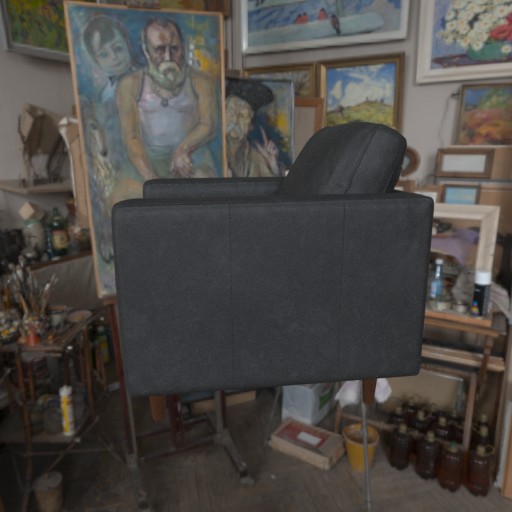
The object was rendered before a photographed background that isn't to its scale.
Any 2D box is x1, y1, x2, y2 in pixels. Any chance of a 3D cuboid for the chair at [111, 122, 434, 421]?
[{"bbox_3d":[0.000,0.000,1.564,0.879,0.898,0.831,-2,14,-7],"label":"chair"}]
